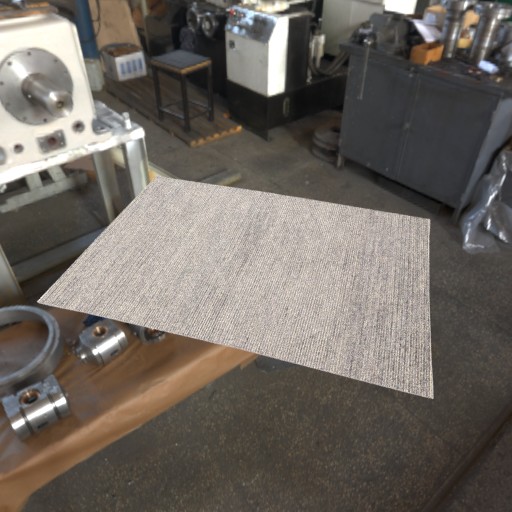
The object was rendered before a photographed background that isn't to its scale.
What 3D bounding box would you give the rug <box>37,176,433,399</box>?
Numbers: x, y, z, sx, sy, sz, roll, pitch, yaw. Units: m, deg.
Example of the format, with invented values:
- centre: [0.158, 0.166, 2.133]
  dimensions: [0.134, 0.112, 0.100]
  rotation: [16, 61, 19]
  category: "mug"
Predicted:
- centre: [0.000, 0.000, 3.028]
  dimensions: [2.307, 0.030, 1.604]
  rotation: [11, 41, 13]
  category: "rug"
